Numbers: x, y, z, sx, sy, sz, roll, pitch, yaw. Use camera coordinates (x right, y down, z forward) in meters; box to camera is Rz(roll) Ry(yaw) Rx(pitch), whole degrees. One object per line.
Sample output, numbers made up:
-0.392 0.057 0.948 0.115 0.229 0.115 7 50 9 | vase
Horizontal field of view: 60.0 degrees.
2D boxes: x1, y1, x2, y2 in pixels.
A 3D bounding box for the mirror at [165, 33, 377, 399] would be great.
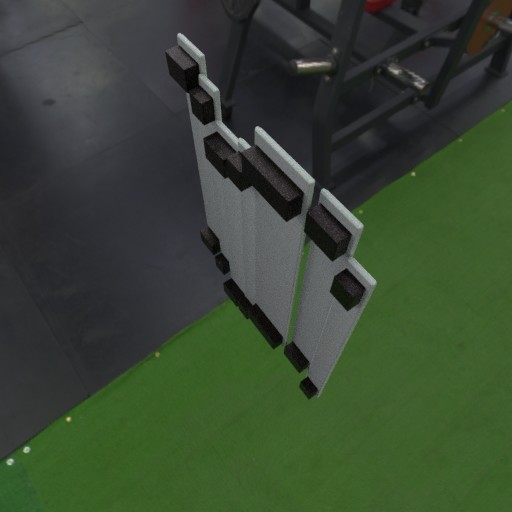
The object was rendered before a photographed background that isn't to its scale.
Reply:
0.000 0.000 0.790 0.058 0.611 0.445 -32 64 -18 | mirror
